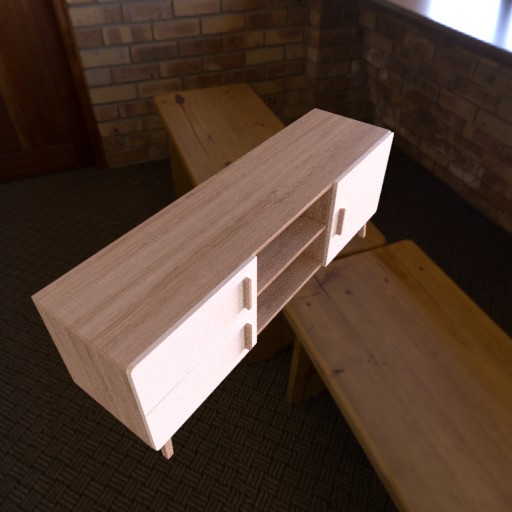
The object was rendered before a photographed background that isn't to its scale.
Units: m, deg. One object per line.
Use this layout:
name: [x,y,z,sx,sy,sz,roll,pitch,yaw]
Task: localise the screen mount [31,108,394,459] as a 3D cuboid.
screen mount: [0.000,0.000,1.757,0.420,0.570,1.500,27,49,26]
